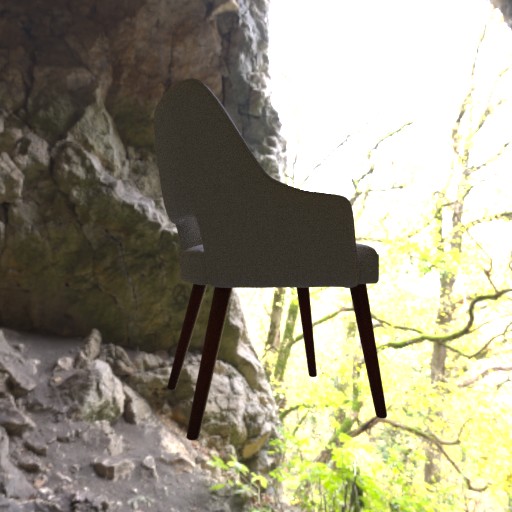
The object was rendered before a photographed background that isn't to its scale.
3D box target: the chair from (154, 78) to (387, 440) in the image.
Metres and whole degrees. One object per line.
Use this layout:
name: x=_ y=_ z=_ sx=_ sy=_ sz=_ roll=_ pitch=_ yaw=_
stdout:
chair: x=0.000 y=0.000 z=1.280 sx=0.580 sy=0.840 sz=0.560 roll=0 pitch=-1 yaw=-17
